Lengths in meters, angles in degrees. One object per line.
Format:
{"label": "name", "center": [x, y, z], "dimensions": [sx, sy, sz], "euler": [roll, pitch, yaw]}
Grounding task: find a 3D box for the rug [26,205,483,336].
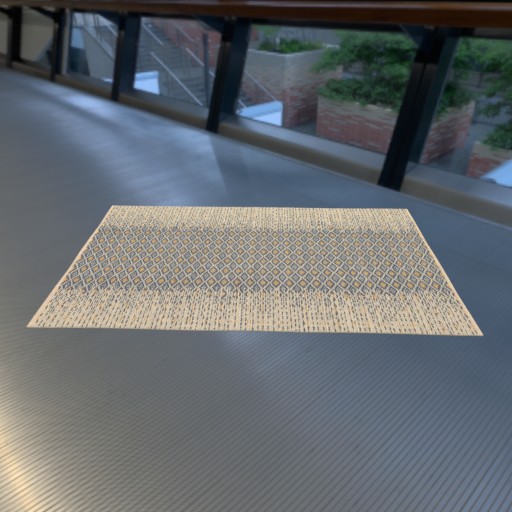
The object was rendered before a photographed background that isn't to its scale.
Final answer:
{"label": "rug", "center": [0.000, 0.000, 3.024], "dimensions": [2.448, 0.008, 1.541], "euler": [1, 32, 1]}
